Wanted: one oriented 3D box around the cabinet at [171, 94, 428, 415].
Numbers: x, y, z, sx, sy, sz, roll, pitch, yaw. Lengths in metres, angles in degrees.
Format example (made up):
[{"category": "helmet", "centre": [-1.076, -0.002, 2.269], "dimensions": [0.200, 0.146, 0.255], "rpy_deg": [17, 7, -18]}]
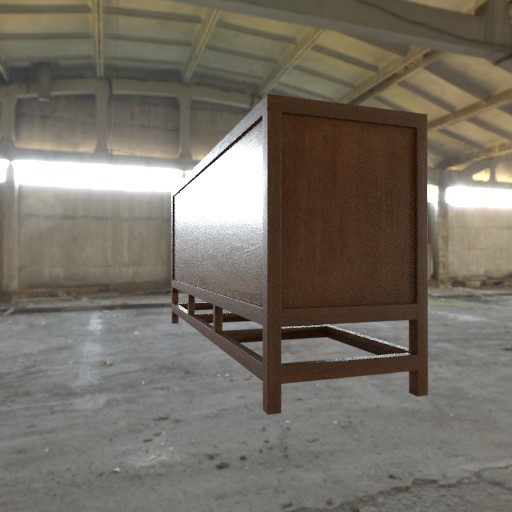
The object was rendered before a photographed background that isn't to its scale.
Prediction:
[{"category": "cabinet", "centre": [0.000, 0.000, 2.023], "dimensions": [0.522, 0.820, 1.708], "rpy_deg": [0, 0, -19]}]
